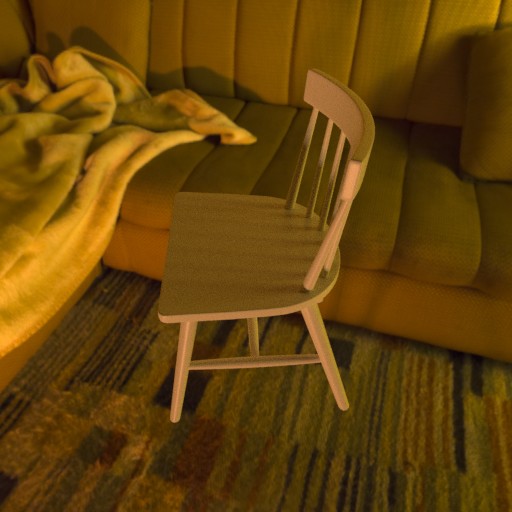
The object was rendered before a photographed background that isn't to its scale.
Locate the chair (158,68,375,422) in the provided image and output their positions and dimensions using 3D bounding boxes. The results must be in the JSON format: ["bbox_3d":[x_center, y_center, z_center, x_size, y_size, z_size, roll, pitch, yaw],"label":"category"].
[{"bbox_3d":[0.000,0.000,1.147,0.500,0.787,0.483,-2,40,-3],"label":"chair"}]
